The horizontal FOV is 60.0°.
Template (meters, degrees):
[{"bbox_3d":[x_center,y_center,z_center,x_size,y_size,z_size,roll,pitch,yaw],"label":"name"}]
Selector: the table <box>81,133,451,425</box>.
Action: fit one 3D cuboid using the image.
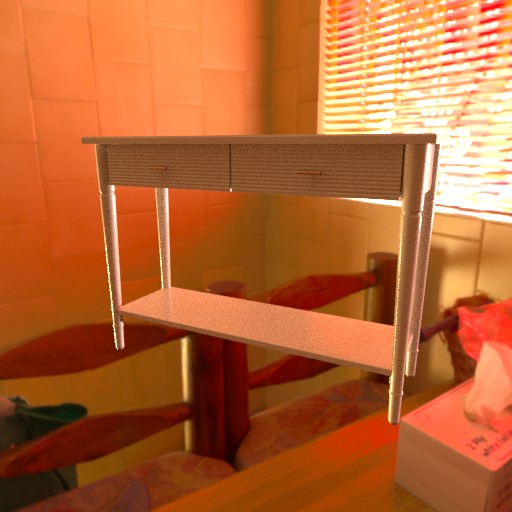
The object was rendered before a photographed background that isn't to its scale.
[{"bbox_3d":[0.000,0.000,1.438,1.067,0.749,0.381,7,16,26],"label":"table"}]
